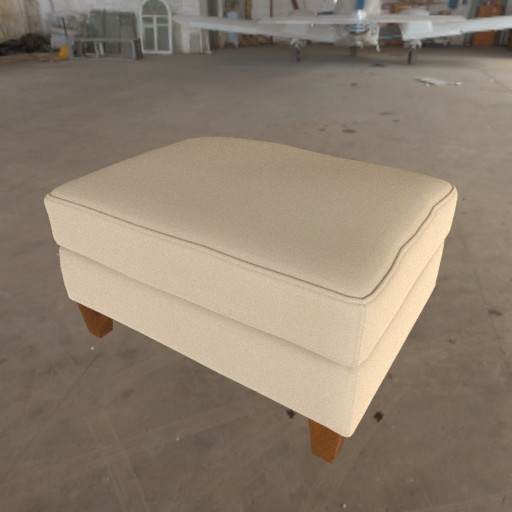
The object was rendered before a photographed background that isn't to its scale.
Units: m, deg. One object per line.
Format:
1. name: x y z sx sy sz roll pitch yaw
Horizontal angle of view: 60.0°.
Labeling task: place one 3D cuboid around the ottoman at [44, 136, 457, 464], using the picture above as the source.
1. ottoman: 0.000 0.000 1.155 0.818 0.485 0.634 18 34 29
